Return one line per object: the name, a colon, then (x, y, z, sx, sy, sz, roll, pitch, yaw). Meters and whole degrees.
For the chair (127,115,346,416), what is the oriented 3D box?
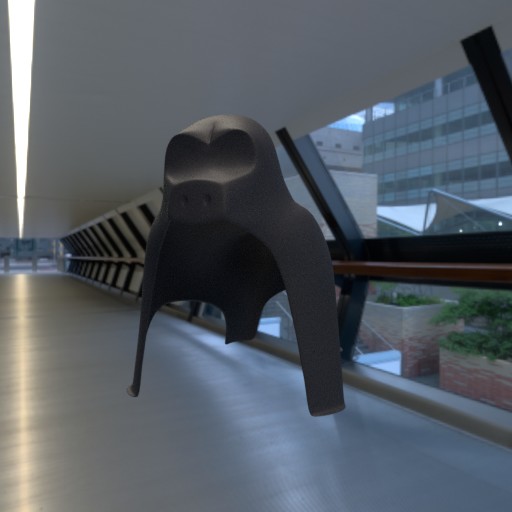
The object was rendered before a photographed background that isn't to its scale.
chair: (0.000, 0.000, 1.141, 0.490, 0.600, 0.758, 0, 1, 16)
